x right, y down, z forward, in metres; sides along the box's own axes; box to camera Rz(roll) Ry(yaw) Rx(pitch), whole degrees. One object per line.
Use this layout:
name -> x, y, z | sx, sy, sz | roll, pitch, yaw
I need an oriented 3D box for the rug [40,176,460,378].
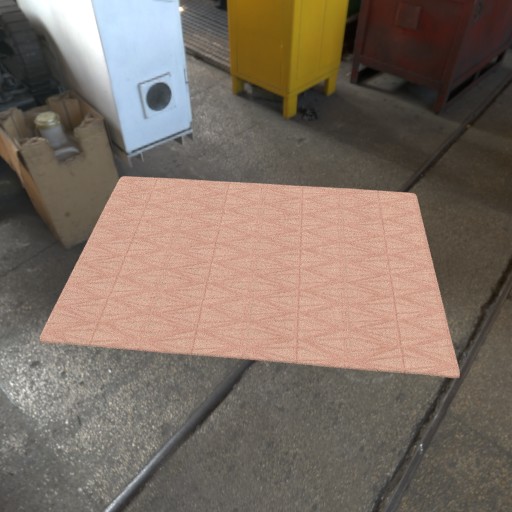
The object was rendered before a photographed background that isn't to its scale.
rug -> 0.000, 0.000, 3.032 | 2.390, 0.015, 1.609 | 4, 47, 4
